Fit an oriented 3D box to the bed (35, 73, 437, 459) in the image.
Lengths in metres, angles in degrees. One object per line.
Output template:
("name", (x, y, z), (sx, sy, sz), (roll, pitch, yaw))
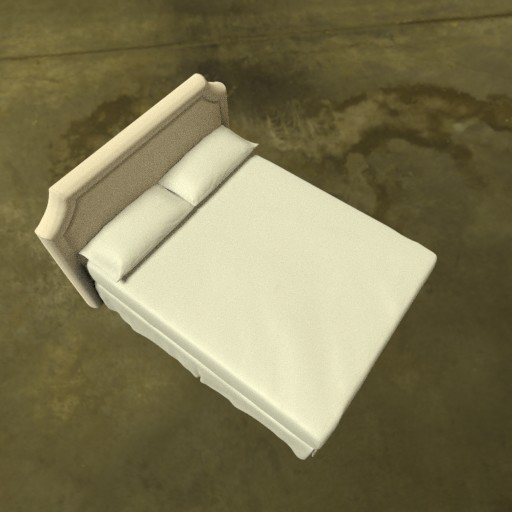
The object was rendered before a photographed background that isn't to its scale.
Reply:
("bed", (0.000, 0.000, 3.193), (2.164, 1.297, 1.828), (33, 64, 18))
